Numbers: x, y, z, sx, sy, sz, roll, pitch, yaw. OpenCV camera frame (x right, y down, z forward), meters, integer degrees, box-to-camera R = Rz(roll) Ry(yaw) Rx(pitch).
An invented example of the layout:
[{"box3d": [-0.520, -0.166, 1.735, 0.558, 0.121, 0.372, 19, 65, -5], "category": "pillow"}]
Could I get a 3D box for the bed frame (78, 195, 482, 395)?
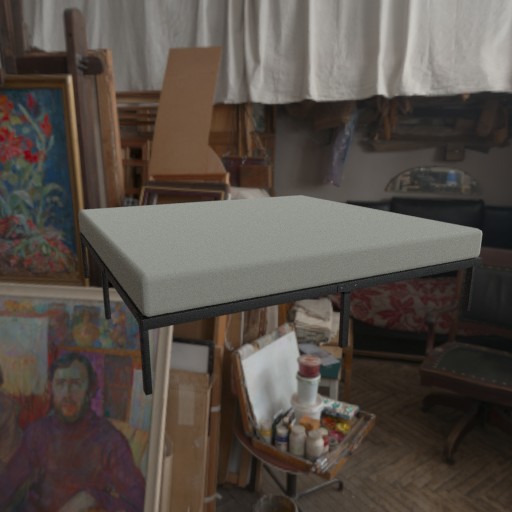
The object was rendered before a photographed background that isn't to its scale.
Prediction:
[{"box3d": [0.000, 0.000, 3.930, 2.635, 0.680, 2.526, -8, 16, -27], "category": "bed frame"}]
